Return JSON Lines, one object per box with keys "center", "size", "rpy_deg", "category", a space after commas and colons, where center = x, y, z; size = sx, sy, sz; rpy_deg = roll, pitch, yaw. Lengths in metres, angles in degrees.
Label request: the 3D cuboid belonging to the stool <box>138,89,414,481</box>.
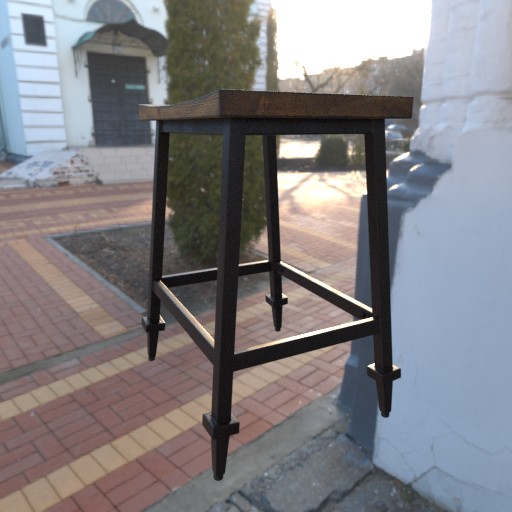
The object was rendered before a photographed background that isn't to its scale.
{"center": [0.000, 0.000, 0.945], "size": [0.405, 0.625, 0.486], "rpy_deg": [-8, 18, -26], "category": "stool"}
